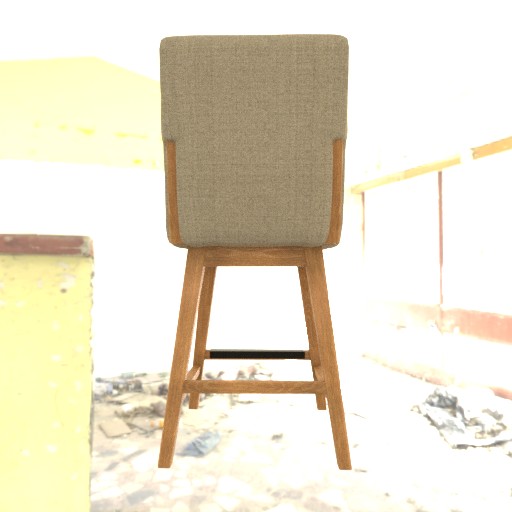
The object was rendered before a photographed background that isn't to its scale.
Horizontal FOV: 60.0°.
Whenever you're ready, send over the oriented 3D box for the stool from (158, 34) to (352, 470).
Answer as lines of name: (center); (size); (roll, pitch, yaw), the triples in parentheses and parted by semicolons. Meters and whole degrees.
stool: (0.000, 0.000, 1.249); (0.459, 1.010, 0.526); (0, -1, 1)
